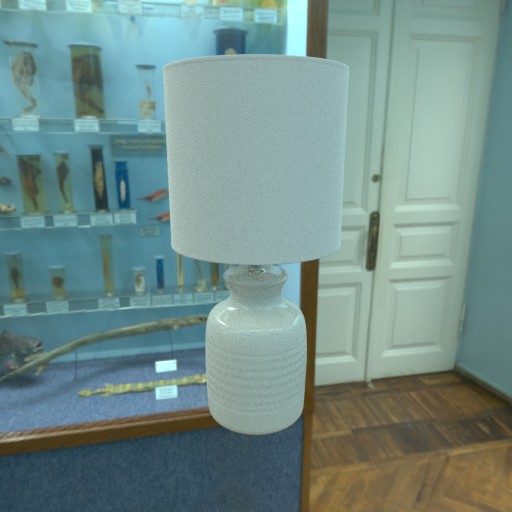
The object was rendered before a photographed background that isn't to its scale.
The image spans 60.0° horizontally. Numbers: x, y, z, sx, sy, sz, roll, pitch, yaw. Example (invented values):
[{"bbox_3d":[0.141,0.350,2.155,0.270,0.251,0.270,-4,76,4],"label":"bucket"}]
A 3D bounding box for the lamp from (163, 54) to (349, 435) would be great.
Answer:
[{"bbox_3d":[0.000,0.000,0.504,0.188,0.392,0.188,-3,15,-10],"label":"lamp"}]
